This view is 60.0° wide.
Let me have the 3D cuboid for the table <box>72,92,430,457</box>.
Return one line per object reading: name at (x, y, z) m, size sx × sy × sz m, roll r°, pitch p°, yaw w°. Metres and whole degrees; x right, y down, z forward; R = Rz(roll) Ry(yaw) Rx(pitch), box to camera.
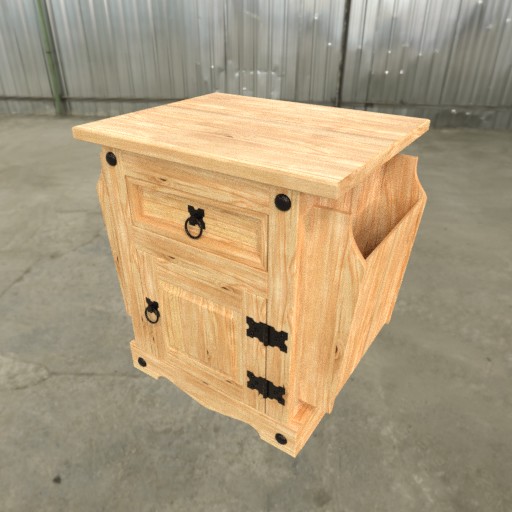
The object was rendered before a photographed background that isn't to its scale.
table at (0.000, 0.000, 0.870) m, size 0.530 × 0.515 × 0.380 m, roll 18°, pitch 35°, yaw 29°
